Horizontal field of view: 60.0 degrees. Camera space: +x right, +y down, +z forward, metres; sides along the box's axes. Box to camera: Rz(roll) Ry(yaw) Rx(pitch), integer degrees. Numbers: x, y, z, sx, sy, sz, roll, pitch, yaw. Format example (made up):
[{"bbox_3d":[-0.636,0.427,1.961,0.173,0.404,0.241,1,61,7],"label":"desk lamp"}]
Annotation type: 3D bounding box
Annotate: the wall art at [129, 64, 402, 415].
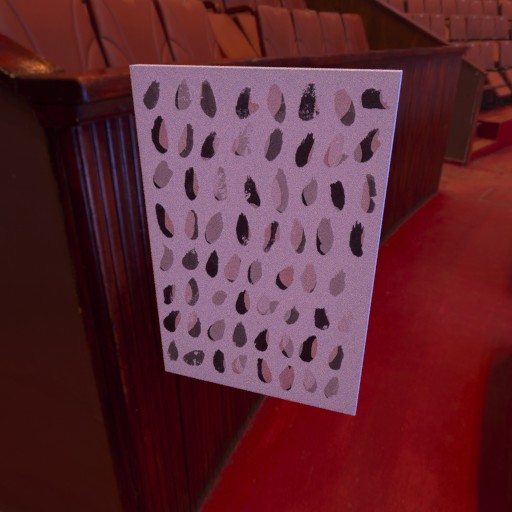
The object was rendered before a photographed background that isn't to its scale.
[{"bbox_3d":[0.000,0.000,1.168,0.610,0.916,0.037,8,28,16],"label":"wall art"}]
